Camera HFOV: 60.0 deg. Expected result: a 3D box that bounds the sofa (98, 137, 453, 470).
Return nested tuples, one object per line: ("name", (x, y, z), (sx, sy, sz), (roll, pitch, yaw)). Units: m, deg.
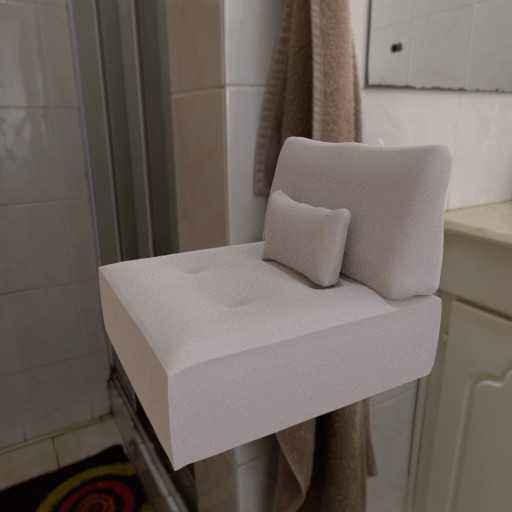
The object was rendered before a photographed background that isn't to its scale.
("sofa", (0.000, 0.000, 1.658), (1.000, 0.828, 0.935), (-9, 19, -27))
